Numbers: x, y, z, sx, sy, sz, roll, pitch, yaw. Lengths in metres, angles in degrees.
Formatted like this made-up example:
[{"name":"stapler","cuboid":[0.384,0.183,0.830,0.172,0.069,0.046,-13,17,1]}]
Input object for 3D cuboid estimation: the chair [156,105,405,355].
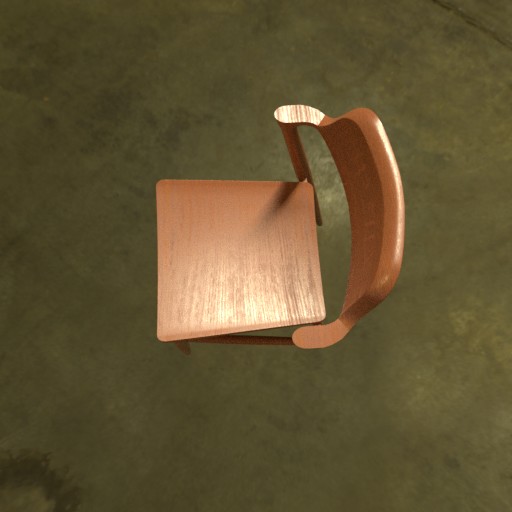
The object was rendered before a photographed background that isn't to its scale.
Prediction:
[{"name":"chair","cuboid":[0.000,0.000,1.128,0.499,0.801,0.496,-3,76,-1]}]
